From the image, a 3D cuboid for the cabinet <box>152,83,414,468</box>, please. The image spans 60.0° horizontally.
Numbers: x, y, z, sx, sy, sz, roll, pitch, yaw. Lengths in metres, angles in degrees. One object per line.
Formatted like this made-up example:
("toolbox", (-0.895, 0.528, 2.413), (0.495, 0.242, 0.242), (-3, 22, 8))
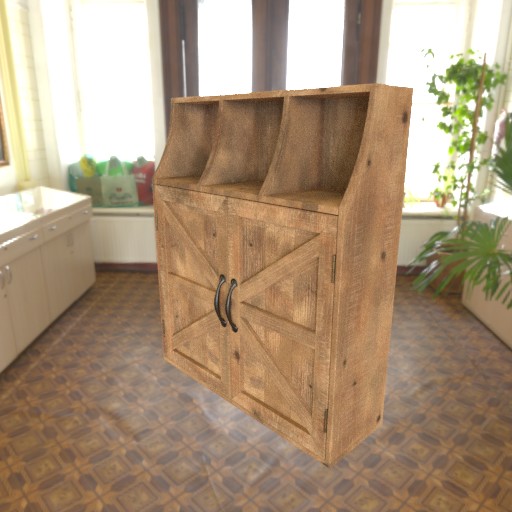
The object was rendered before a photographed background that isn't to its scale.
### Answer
("cabinet", (0.000, 0.000, 0.852), (0.184, 0.590, 0.489), (-15, 22, -42))
